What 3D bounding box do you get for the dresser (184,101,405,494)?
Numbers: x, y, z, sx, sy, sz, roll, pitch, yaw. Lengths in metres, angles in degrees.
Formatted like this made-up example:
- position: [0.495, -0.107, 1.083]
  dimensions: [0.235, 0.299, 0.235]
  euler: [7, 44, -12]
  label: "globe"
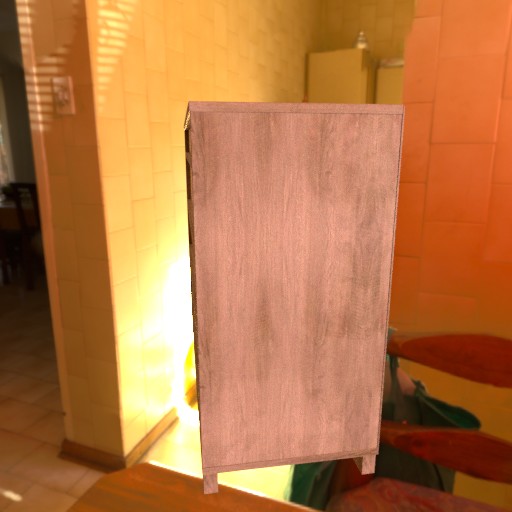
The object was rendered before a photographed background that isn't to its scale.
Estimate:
- position: [0.000, 0.000, 1.377]
  dimensions: [0.404, 0.816, 0.994]
  euler: [-2, 14, -9]
  label: "dresser"
